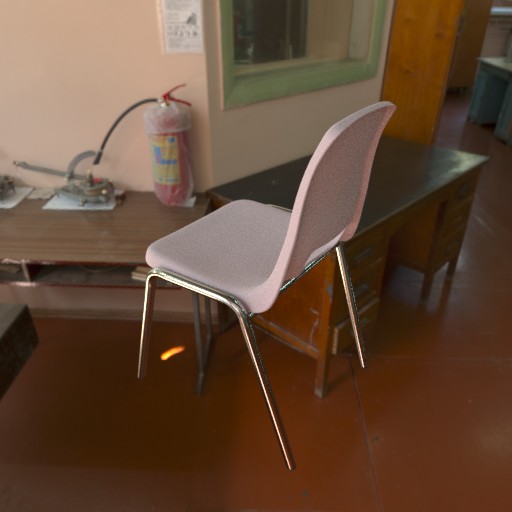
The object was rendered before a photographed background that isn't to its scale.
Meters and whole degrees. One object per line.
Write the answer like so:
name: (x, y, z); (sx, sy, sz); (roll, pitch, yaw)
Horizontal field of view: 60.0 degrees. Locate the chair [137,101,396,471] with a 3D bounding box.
chair: (0.000, 0.000, 0.919); (0.436, 0.653, 0.381); (21, 36, 31)
